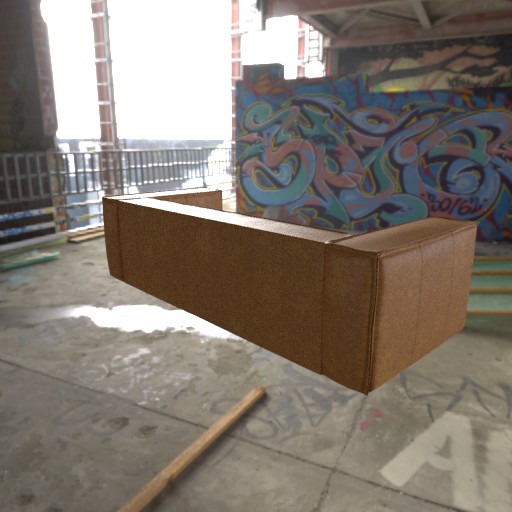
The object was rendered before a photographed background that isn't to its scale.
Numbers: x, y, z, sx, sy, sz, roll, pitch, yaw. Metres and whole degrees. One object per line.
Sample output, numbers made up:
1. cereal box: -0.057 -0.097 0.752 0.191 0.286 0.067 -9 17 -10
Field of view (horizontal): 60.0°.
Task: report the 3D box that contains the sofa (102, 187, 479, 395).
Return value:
1. sofa: 0.000 0.000 3.098 1.102 0.701 2.581 -14 20 -42
